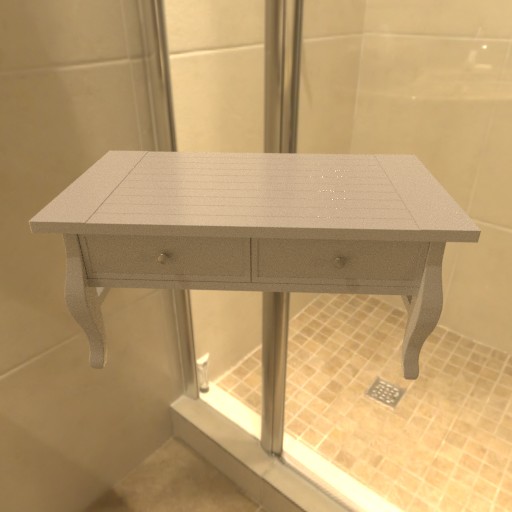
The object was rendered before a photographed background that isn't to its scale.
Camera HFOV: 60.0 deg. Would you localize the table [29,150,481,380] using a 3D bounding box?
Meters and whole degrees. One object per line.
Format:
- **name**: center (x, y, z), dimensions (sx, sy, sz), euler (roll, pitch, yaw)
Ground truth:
- **table**: center (0.000, 0.000, 1.414), dimensions (1.062, 0.495, 0.600), euler (1, 30, 2)
